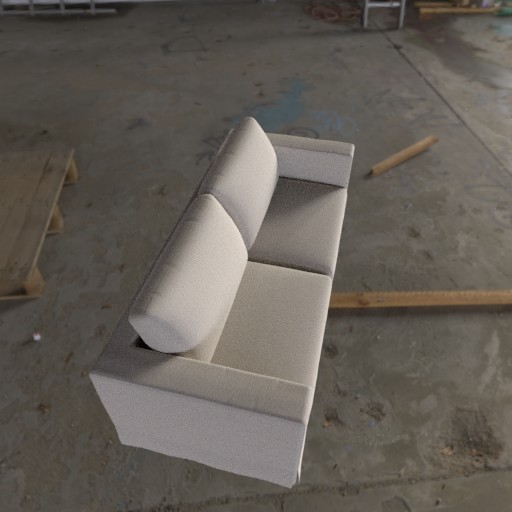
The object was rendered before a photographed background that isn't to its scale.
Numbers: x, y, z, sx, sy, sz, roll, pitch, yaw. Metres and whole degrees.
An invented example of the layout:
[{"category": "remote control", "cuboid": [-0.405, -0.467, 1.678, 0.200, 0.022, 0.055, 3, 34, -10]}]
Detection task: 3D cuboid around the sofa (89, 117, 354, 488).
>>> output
[{"category": "sofa", "cuboid": [0.000, 0.000, 2.660, 0.954, 0.881, 2.163, 10, 45, 10]}]
